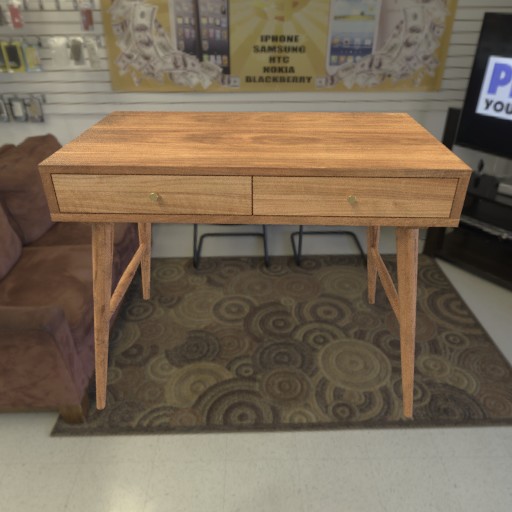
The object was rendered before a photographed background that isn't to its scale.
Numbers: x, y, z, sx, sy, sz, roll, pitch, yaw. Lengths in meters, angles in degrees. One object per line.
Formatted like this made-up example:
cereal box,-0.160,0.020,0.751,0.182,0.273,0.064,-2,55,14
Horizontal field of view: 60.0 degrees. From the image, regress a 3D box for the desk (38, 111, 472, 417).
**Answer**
desk,0.000,0.000,1.387,0.949,0.758,0.588,1,30,2
